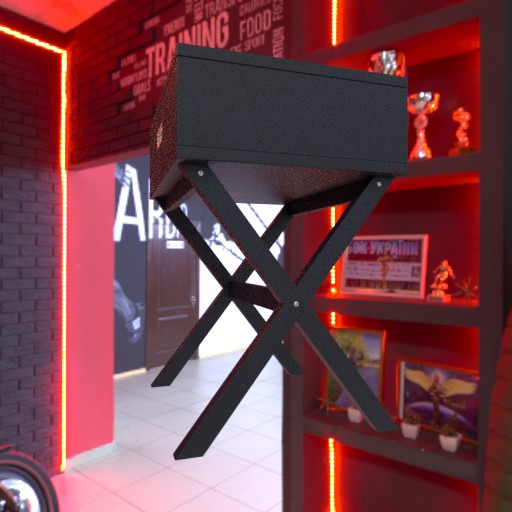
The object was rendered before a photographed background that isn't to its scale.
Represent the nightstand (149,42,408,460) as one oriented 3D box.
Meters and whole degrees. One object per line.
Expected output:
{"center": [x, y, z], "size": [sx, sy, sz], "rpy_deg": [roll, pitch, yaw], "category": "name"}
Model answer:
{"center": [0.000, 0.000, 0.936], "size": [0.402, 0.623, 0.479], "rpy_deg": [0, 0, -18], "category": "nightstand"}
